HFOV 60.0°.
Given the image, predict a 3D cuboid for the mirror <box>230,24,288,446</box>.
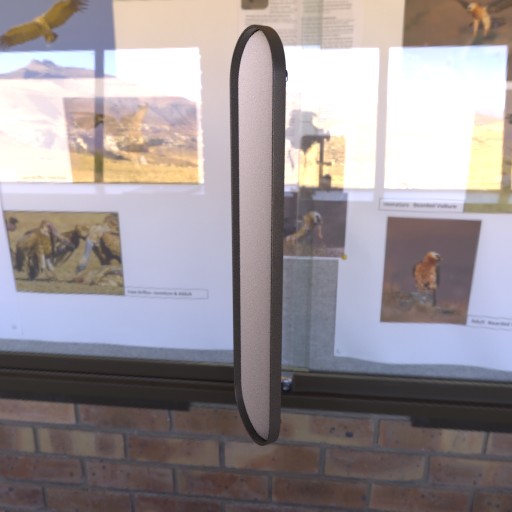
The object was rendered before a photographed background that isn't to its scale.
[{"bbox_3d":[0.000,0.000,1.052,0.032,0.991,0.222,-7,17,-25],"label":"mirror"}]
